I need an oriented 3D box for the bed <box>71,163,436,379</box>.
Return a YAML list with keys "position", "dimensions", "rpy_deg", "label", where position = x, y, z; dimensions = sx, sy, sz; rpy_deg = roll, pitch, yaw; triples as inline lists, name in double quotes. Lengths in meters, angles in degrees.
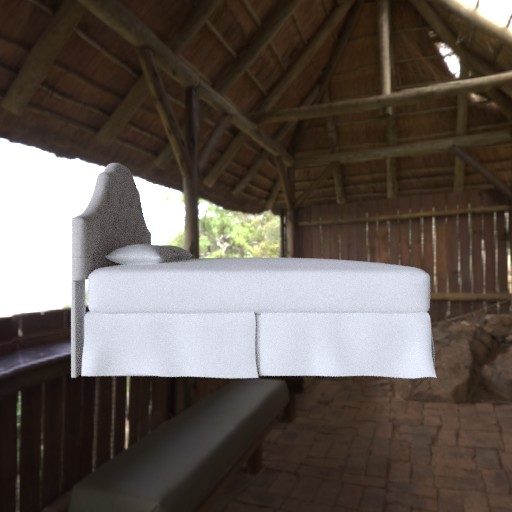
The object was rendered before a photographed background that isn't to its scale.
- position: [0.000, 0.000, 3.931]
  dimensions: [2.477, 1.617, 2.039]
  rpy_deg: [0, 0, 0]
  label: "bed"
